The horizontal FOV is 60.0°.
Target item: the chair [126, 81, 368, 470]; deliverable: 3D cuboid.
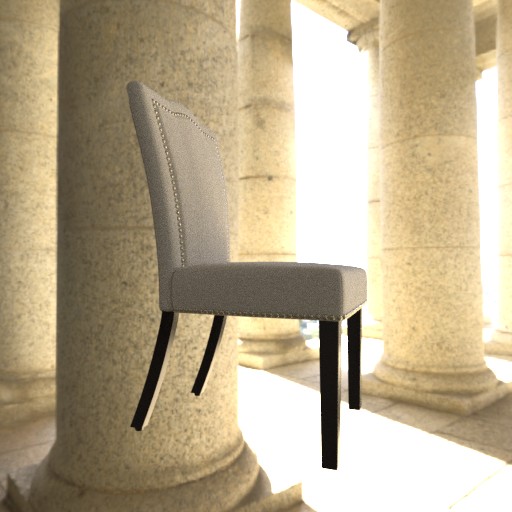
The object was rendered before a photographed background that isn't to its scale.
[{"bbox_3d":[0.000,0.000,1.282,0.589,0.946,0.518,-1,-2,20],"label":"chair"}]
